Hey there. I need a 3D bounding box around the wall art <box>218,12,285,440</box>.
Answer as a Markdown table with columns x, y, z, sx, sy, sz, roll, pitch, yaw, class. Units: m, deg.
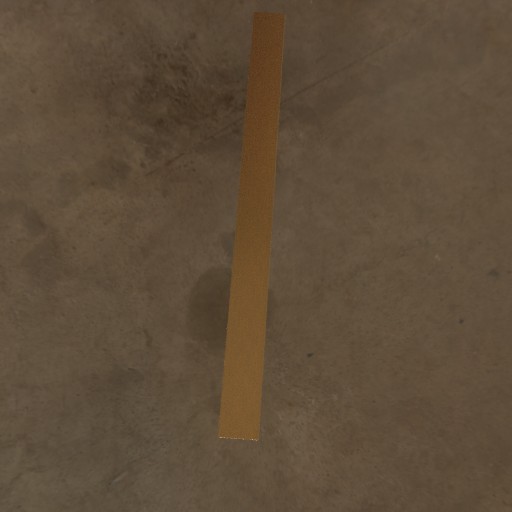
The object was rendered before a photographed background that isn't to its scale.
| x | y | z | sx | sy | sz | roll | pitch | yaw | class |
| --- | --- | --- | --- | --- | --- | --- | --- | --- | --- |
| 0.000 | 0.000 | 0.747 | 0.040 | 0.509 | 0.509 | 4 | 75 | 1 | wall art |
